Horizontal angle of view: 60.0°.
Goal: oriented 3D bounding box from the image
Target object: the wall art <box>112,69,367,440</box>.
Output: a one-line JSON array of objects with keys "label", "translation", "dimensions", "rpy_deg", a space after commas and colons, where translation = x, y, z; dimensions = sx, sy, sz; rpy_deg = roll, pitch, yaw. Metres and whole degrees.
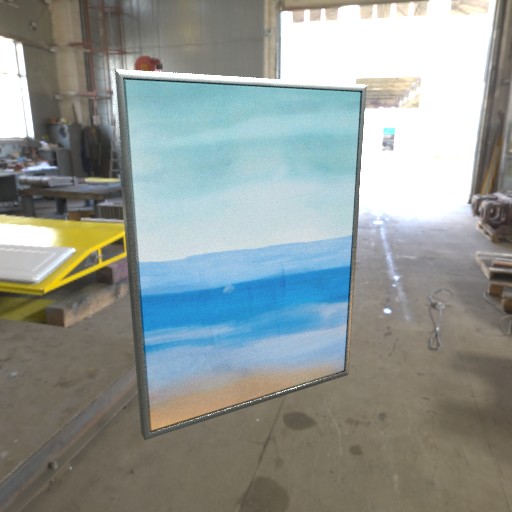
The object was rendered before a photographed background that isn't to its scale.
[{"label": "wall art", "translation": [0.000, 0.000, 1.424], "dimensions": [0.803, 1.062, 0.041], "rpy_deg": [-8, 18, -27]}]
